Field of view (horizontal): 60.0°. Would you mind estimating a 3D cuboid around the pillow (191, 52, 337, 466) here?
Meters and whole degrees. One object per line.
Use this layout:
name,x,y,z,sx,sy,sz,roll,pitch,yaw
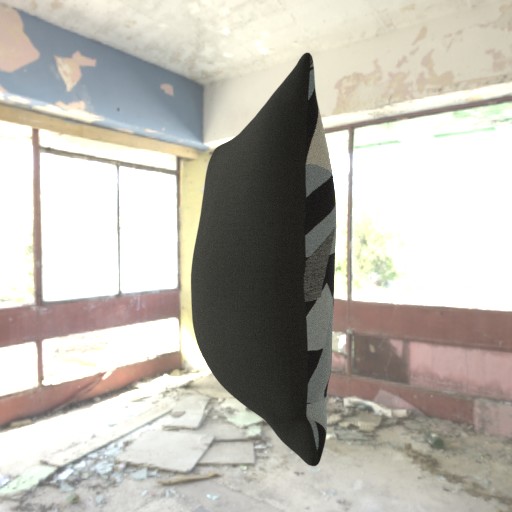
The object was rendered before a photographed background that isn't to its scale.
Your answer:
pillow,0.000,0.000,0.760,0.208,0.496,0.503,0,1,-18
